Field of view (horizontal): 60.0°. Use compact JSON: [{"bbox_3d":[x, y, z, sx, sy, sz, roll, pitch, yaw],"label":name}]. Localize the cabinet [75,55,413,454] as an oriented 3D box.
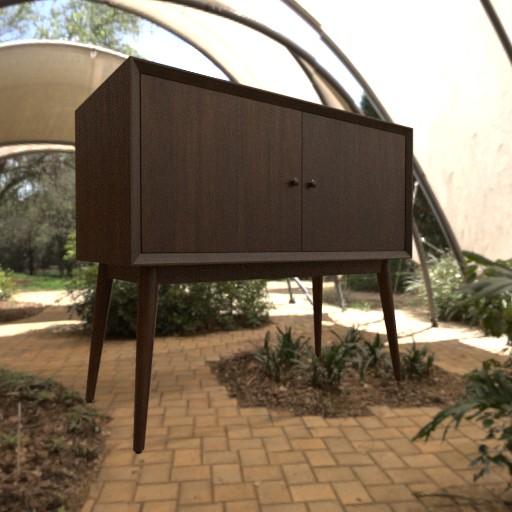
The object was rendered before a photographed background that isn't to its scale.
[{"bbox_3d":[0.000,0.000,1.071,0.743,0.654,0.354,-1,2,-36],"label":"cabinet"}]
